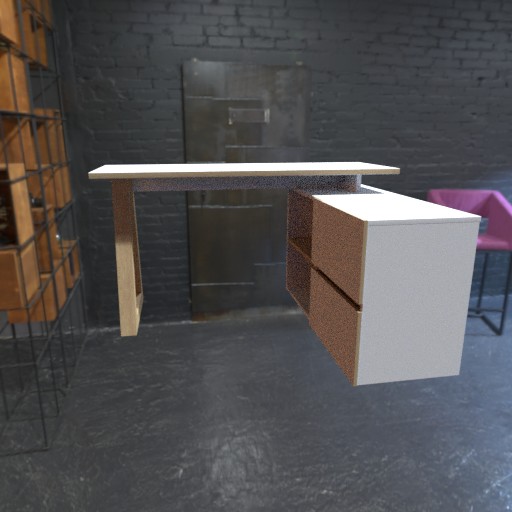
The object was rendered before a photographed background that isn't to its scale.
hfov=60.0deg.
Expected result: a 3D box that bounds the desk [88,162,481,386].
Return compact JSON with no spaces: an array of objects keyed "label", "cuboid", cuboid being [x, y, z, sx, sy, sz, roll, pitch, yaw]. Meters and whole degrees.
[{"label":"desk","cuboid":[0.000,0.000,2.013,1.404,0.755,1.098,-3,16,-10]}]
